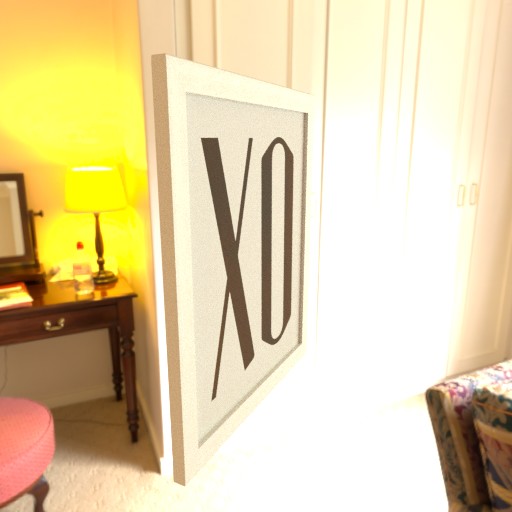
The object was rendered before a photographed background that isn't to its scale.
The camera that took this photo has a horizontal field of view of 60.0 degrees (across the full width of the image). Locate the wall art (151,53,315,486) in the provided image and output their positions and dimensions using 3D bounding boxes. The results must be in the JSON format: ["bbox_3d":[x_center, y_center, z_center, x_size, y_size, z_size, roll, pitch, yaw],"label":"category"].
[{"bbox_3d":[0.000,0.000,0.723,0.020,0.536,0.444,7,16,27],"label":"wall art"}]
